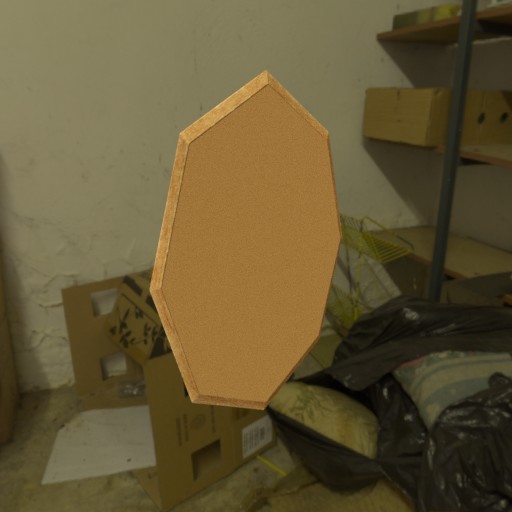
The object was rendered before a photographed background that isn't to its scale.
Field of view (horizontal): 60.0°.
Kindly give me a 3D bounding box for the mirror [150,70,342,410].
[{"bbox_3d":[0.000,0.000,1.001,0.577,0.774,0.070,-15,22,-42],"label":"mirror"}]
